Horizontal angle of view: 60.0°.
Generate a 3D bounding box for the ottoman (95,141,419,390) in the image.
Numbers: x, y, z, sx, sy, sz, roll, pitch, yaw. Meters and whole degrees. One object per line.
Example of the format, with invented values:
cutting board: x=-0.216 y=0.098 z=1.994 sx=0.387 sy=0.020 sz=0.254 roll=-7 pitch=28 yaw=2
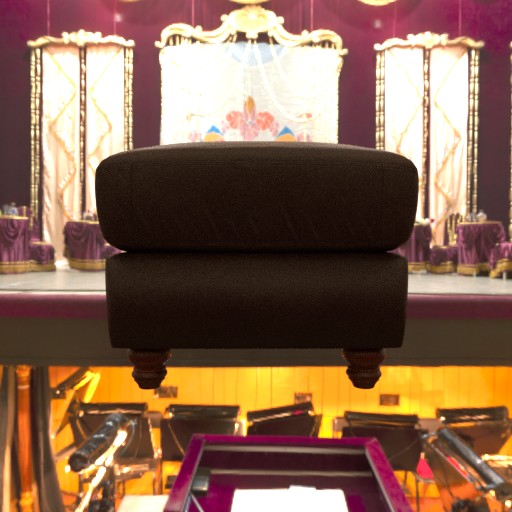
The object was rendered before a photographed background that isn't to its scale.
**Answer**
ottoman: x=0.000 y=0.000 z=1.273 sx=0.670 sy=0.569 sz=0.806 roll=0 pitch=1 yaw=0
